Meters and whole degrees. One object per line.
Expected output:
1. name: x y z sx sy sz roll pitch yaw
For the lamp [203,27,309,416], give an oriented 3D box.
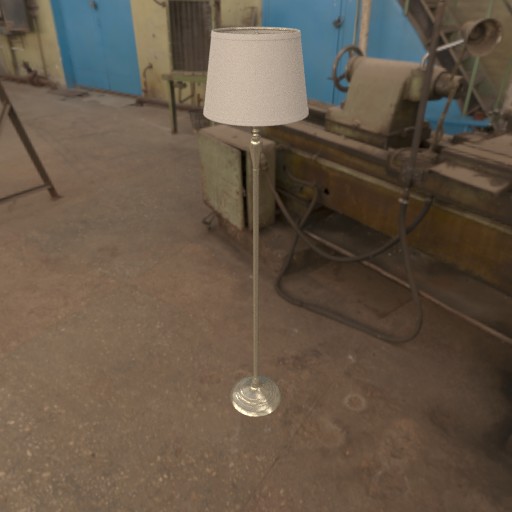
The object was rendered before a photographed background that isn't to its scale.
1. lamp: 0.000 0.000 1.655 0.327 1.506 0.327 21 37 30
